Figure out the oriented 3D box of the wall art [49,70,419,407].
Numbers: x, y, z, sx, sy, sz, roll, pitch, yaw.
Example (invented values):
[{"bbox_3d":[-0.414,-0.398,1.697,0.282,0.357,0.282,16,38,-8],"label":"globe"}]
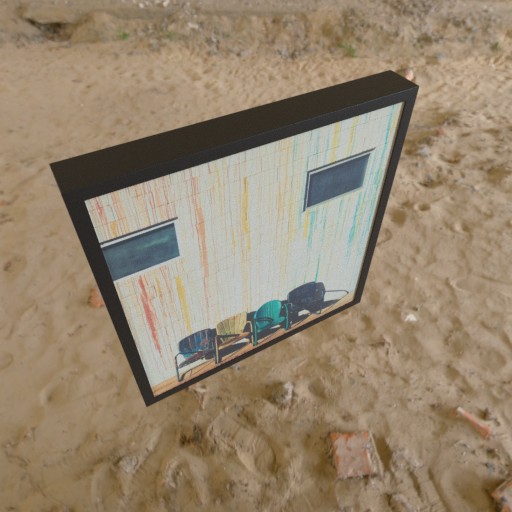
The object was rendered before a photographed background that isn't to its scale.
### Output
[{"bbox_3d":[0.000,0.000,0.452,0.304,0.304,0.038,-22,50,-20],"label":"wall art"}]
